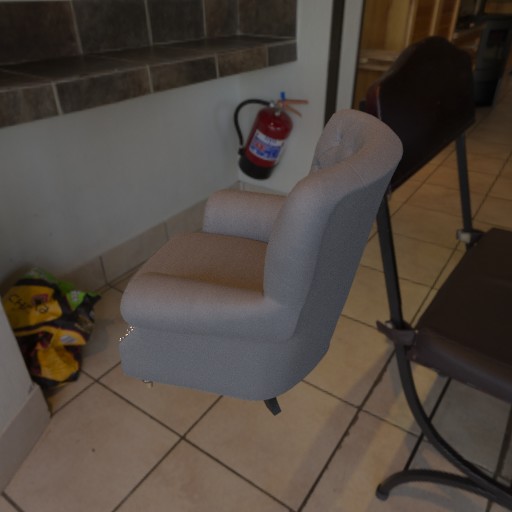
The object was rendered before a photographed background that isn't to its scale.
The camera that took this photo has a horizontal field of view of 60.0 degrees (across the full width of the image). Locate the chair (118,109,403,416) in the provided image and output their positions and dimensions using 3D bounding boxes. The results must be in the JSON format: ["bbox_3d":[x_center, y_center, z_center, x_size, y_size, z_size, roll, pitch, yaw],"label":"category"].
[{"bbox_3d":[0.000,0.000,1.788,0.983,1.046,0.983,8,32,13],"label":"chair"}]
